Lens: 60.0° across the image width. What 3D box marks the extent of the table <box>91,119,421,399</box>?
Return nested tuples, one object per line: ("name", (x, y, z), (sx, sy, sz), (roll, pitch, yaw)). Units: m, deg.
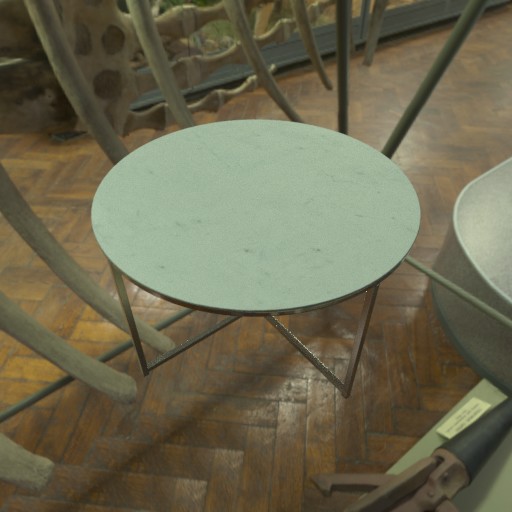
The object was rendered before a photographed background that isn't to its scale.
("table", (0.000, 0.000, 1.264), (0.800, 0.450, 0.800), (0, 42, 0))
